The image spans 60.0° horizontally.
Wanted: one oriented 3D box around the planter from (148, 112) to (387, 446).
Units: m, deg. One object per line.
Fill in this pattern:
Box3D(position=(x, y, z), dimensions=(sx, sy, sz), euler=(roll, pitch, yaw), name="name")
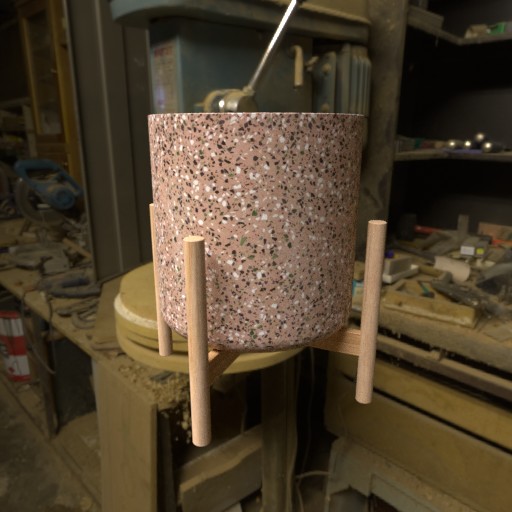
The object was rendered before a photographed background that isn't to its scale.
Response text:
Box3D(position=(0.000, 0.000, 0.696), dimensions=(0.360, 0.419, 0.360), euler=(-15, 22, -42), name="planter")
